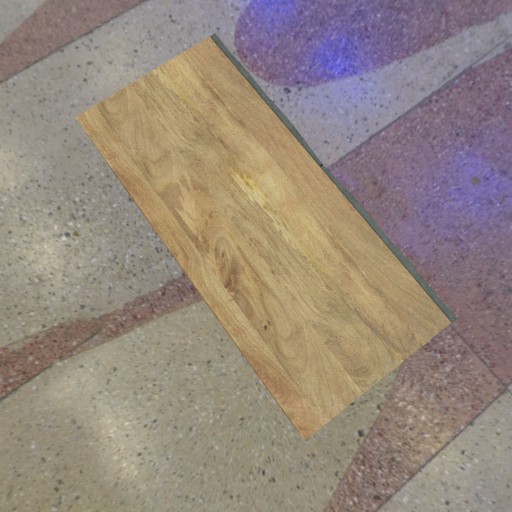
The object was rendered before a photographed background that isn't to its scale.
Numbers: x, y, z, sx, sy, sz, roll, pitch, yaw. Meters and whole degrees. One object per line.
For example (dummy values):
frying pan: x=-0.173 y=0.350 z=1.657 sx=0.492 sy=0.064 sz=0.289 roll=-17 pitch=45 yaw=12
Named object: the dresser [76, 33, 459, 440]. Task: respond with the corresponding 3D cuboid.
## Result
dresser: x=0.000 y=0.000 z=1.475 sx=0.446 sy=0.847 sz=0.967 roll=-35 pitch=78 yaw=-9
